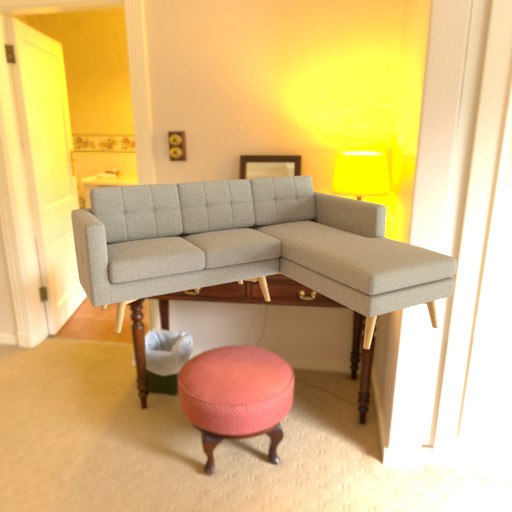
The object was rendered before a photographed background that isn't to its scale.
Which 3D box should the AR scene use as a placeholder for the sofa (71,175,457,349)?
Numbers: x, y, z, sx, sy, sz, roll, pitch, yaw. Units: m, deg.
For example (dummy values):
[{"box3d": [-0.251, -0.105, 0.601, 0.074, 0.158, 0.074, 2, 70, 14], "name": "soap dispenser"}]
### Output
[{"box3d": [0.000, 0.000, 2.906, 2.040, 0.860, 1.530, -9, 18, -28], "name": "sofa"}]
